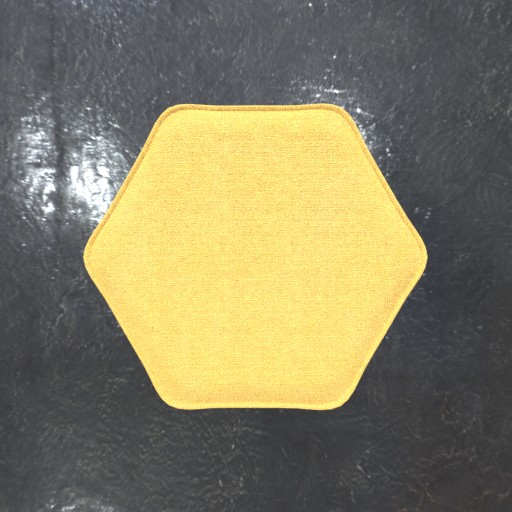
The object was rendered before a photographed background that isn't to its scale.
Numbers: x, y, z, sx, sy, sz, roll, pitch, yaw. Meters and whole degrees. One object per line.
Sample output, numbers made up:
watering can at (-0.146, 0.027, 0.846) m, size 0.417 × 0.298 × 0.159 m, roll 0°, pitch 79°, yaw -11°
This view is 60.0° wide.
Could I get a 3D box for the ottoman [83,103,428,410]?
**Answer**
ottoman at (0.000, 0.000, 0.864) m, size 0.494 × 0.502 × 0.443 m, roll 0°, pitch 91°, yaw 1°
